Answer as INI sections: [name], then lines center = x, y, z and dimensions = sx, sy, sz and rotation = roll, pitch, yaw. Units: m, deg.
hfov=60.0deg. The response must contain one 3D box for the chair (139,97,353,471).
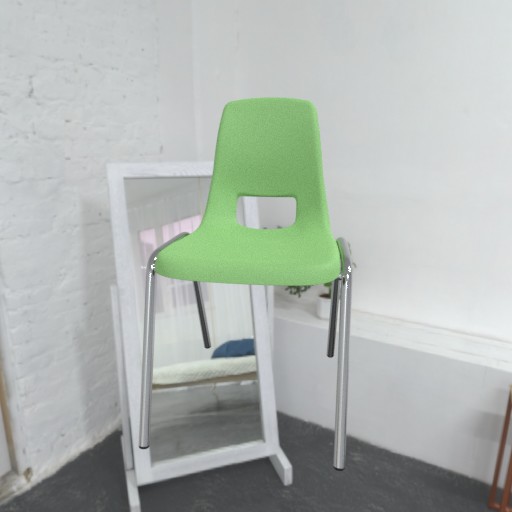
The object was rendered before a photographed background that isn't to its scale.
[chair]
center = 0.000, 0.000, 0.920
dimensions = 0.381, 0.653, 0.436
rotation = 2, 15, 9
